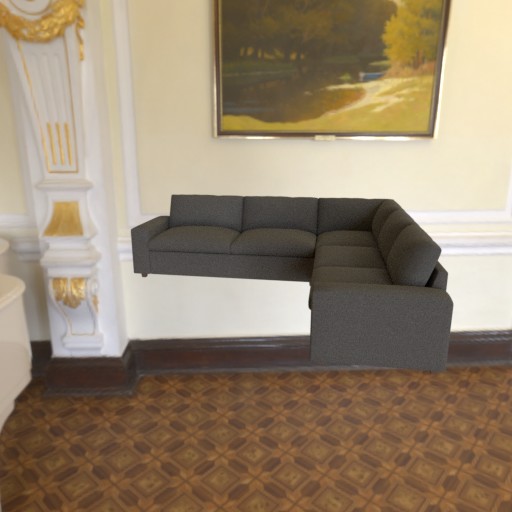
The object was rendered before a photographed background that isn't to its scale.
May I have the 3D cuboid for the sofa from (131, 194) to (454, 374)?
[{"bbox_3d":[0.000,0.000,4.742,3.277,0.965,2.895,2,15,9],"label":"sofa"}]
